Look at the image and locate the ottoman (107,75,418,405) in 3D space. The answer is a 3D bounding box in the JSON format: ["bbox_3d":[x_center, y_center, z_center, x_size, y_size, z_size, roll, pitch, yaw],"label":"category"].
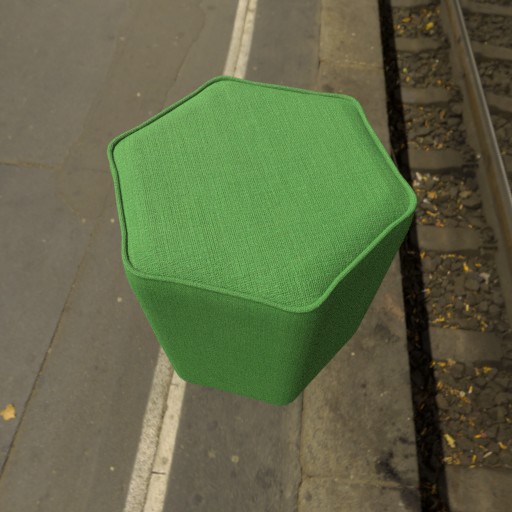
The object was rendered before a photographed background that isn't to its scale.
[{"bbox_3d":[0.000,0.000,0.887,0.444,0.507,0.499,-13,59,-8],"label":"ottoman"}]
